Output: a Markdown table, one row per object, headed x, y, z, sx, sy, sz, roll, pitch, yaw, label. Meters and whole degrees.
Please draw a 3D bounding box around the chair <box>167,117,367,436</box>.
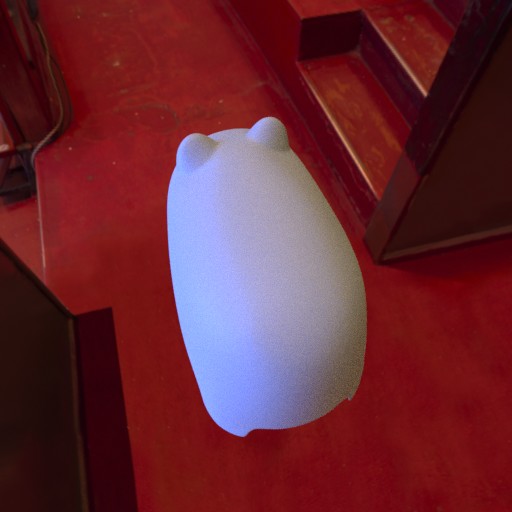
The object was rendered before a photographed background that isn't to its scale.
| x | y | z | sx | sy | sz | roll | pitch | yaw | label |
| --- | --- | --- | --- | --- | --- | --- | --- | --- | --- |
| 0.000 | 0.000 | 0.884 | 0.364 | 0.423 | 0.619 | -15 | 60 | -9 | chair |
